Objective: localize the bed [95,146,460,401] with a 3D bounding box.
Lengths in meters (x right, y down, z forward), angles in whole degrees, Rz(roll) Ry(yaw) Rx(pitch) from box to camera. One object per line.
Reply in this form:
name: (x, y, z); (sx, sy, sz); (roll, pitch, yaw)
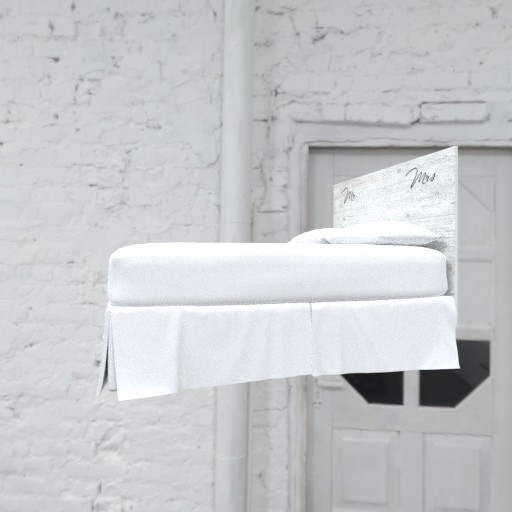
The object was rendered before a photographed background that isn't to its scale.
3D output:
bed: (0.000, 0.000, 3.111); (2.094, 1.335, 1.745); (0, 0, -17)
